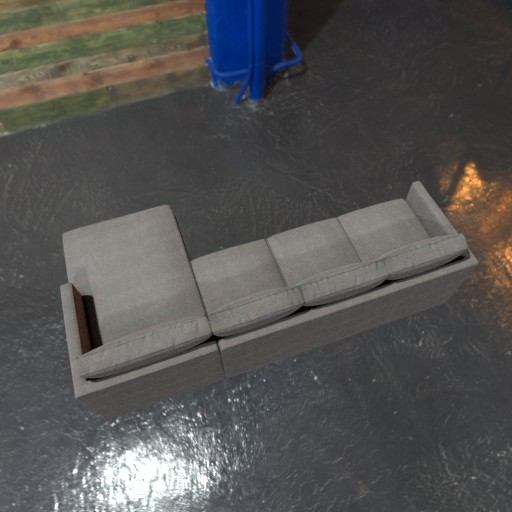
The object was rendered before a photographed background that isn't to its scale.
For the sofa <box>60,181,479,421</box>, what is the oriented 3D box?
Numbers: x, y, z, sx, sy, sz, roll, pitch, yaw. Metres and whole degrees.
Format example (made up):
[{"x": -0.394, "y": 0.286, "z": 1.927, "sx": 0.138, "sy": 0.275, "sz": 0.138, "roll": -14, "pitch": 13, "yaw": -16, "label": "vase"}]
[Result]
[{"x": 0.000, "y": 0.000, "z": 3.871, "sx": 3.205, "sy": 0.922, "sz": 1.650, "roll": -17, "pitch": 60, "yaw": -10, "label": "sofa"}]
